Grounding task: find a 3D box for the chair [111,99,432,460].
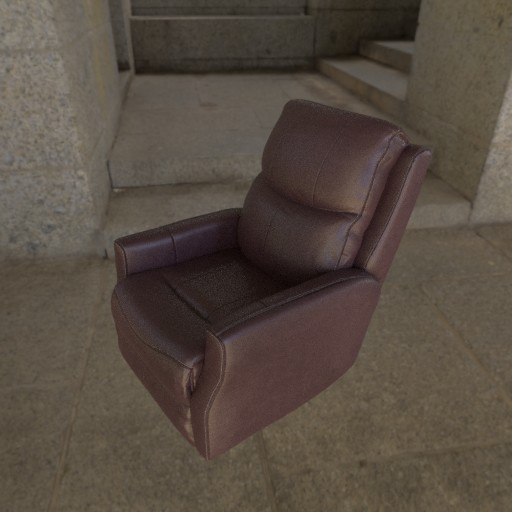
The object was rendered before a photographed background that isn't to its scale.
[{"bbox_3d":[0.000,0.000,1.756,1.080,1.030,0.829,-23,38,-32],"label":"chair"}]
